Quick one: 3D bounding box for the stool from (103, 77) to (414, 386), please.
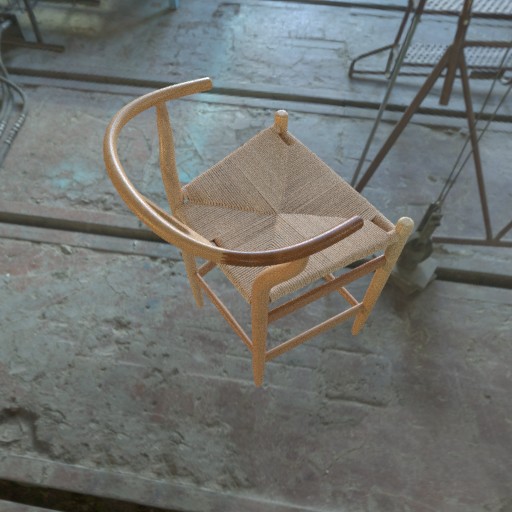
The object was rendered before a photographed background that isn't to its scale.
[{"bbox_3d":[0.000,0.000,1.241,0.575,0.923,0.536,-32,63,-19],"label":"stool"}]
